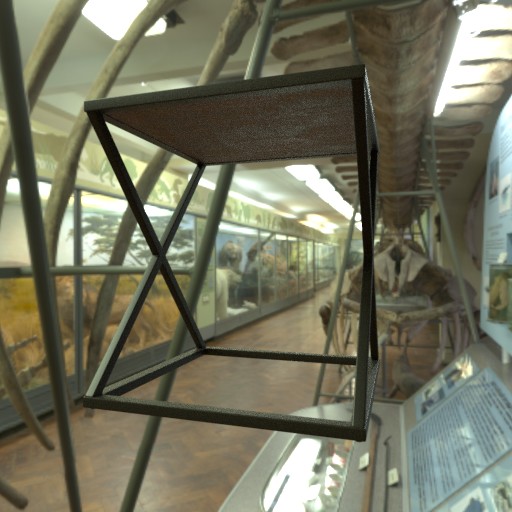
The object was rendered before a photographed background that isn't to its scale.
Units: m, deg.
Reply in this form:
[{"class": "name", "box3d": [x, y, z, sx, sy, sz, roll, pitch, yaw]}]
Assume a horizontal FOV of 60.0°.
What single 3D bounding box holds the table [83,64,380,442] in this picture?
[{"class": "table", "box3d": [0.000, 0.000, 0.967, 0.500, 0.565, 0.500, 0, -1, 18]}]
